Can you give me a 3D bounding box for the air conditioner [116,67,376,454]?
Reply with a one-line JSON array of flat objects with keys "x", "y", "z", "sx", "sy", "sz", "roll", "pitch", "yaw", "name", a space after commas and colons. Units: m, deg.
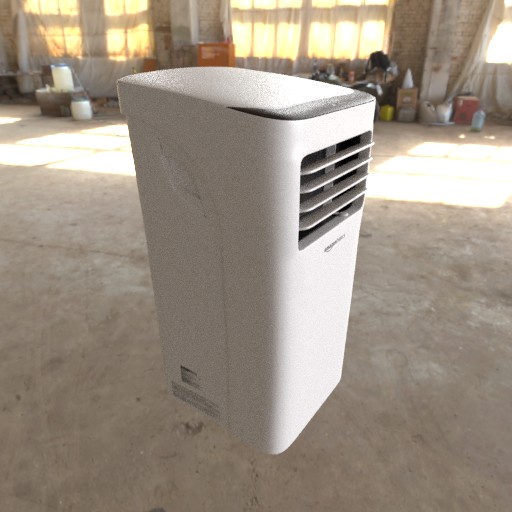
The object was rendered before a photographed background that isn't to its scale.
[{"x": 0.000, "y": 0.000, "z": 0.927, "sx": 0.369, "sy": 0.716, "sz": 0.352, "roll": 17, "pitch": 31, "yaw": 31, "name": "air conditioner"}]
